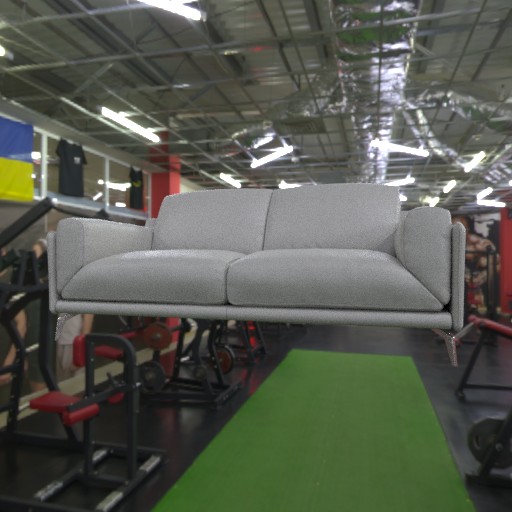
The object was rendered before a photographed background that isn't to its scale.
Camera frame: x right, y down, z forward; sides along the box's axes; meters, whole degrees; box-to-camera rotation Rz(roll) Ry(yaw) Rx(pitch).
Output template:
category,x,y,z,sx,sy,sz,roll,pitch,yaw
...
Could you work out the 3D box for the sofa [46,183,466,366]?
category,x,y,z,sx,sy,sz,roll,pitch,yaw
sofa,0.000,0.000,2.592,2.101,0.930,1.049,0,0,17
